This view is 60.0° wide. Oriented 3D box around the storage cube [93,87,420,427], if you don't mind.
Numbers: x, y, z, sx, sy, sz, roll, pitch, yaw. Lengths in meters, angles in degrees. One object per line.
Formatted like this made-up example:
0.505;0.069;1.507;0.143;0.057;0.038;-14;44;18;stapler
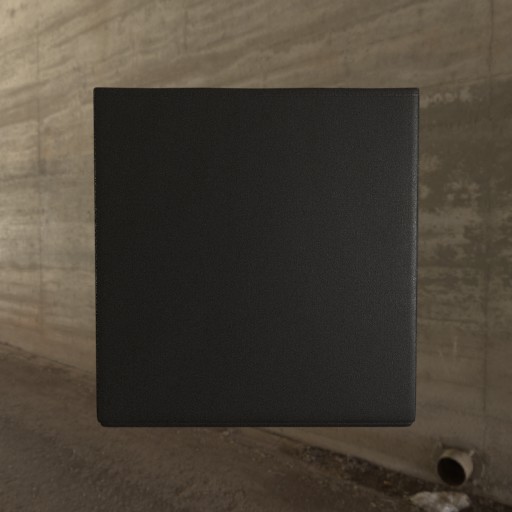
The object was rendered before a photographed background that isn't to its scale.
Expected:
0.000;0.000;0.494;0.270;0.280;0.270;0;2;0;storage cube
